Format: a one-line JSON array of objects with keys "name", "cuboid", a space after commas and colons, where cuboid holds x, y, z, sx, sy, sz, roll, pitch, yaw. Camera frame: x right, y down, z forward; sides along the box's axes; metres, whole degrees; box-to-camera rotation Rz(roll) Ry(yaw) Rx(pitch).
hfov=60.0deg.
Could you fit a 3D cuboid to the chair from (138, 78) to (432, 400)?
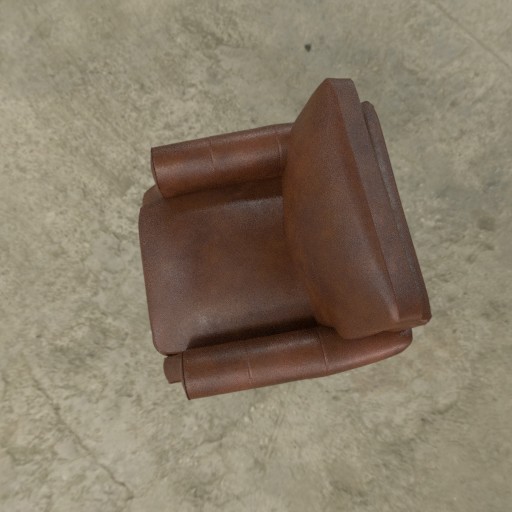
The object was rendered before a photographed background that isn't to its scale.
[{"name": "chair", "cuboid": [0.000, 0.000, 1.751, 0.992, 0.972, 0.989, -10, 77, -2]}]
